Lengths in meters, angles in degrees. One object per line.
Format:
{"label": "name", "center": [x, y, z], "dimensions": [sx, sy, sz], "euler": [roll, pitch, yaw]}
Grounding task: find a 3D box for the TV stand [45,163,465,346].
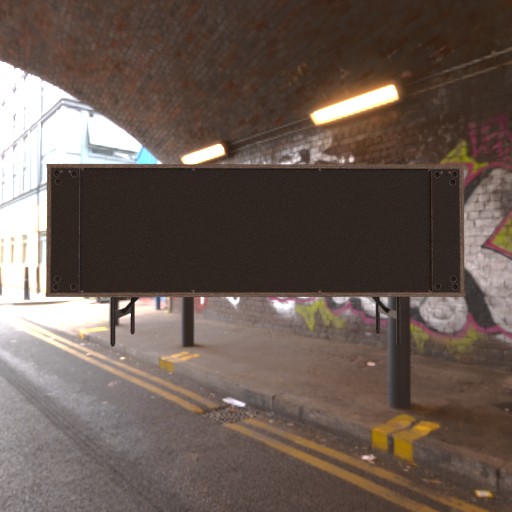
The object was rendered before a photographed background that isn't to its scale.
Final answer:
{"label": "TV stand", "center": [0.000, 0.000, 2.108], "dimensions": [1.804, 0.787, 0.405], "euler": [0, -1, -1]}
